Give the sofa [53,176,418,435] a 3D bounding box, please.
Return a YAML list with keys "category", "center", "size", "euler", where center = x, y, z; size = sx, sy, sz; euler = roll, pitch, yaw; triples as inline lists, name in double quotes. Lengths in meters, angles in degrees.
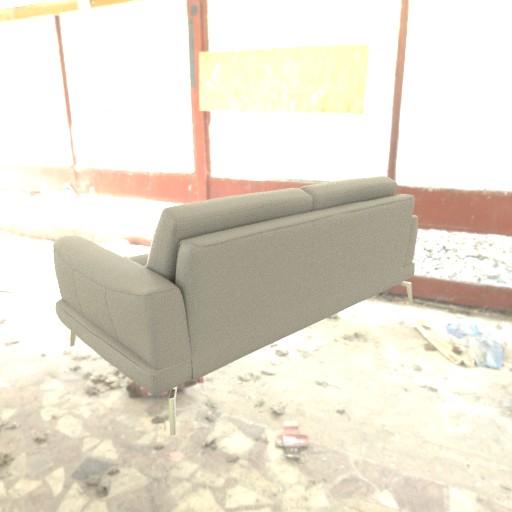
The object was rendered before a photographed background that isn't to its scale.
- category: "sofa"
  center: [0.000, 0.000, 2.762]
  size: [2.177, 0.930, 1.121]
  euler: [-15, 23, -41]
